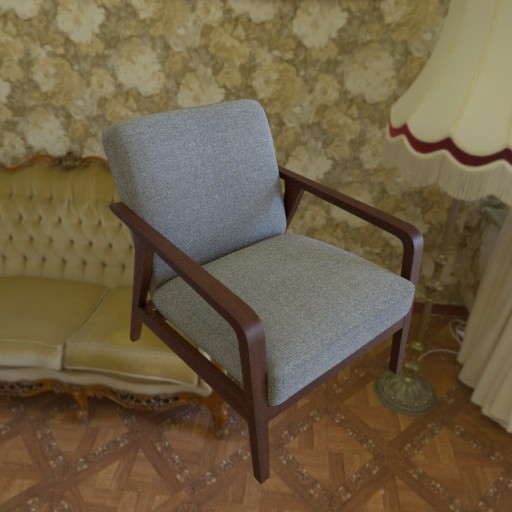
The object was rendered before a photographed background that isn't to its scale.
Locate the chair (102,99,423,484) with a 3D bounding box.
[{"bbox_3d":[0.000,0.000,1.468,0.704,0.847,0.858,-23,38,-34],"label":"chair"}]
